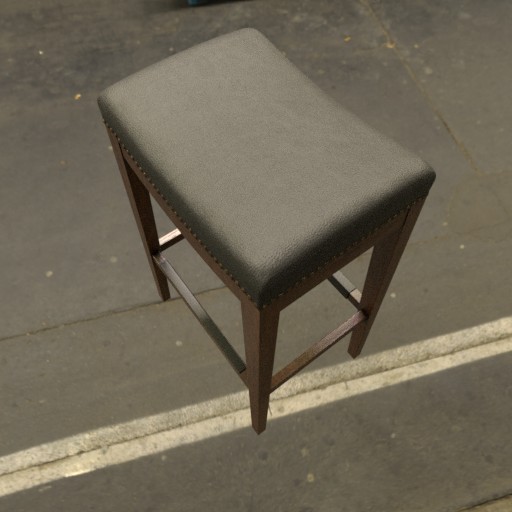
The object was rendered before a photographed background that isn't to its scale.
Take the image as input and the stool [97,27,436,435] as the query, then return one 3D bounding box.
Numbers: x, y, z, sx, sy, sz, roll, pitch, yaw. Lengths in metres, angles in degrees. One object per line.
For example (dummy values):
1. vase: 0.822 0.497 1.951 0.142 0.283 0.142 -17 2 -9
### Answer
1. stool: 0.000 0.000 0.978 0.361 0.765 0.500 -33 64 -18
